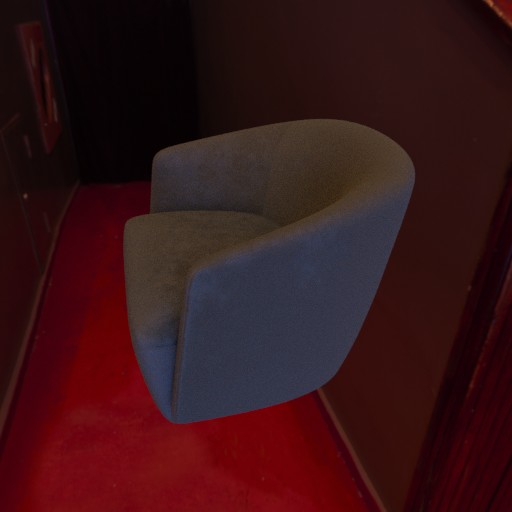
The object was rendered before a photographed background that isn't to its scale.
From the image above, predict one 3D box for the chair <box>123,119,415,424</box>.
[{"bbox_3d":[0.000,0.000,1.329,0.767,0.698,0.773,-8,32,-14],"label":"chair"}]
